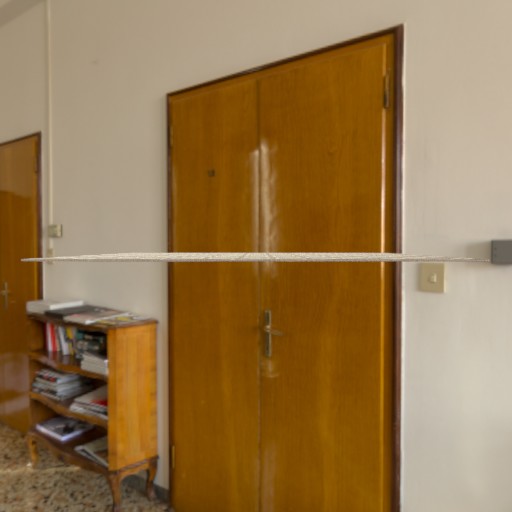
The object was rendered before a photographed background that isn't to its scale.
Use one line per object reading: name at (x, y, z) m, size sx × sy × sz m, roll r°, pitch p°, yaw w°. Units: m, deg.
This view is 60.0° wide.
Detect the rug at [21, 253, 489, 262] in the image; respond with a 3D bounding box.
rug at (0.000, 0.000, 3.872) m, size 2.895 × 0.018 × 2.288 m, roll 0°, pitch 1°, yaw 1°
